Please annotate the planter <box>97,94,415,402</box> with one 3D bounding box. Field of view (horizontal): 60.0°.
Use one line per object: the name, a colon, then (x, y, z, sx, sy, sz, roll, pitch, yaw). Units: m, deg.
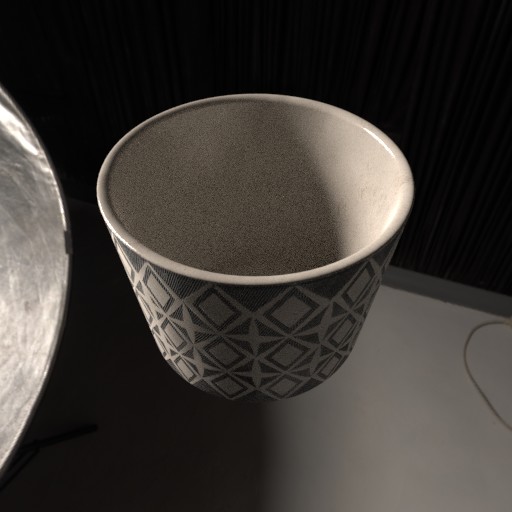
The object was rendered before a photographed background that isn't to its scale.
planter: (0.000, 0.000, 0.452, 0.260, 0.220, 0.260, 0, 46, 0)
